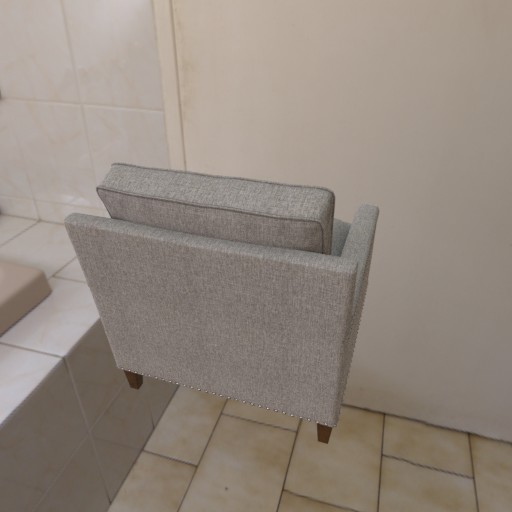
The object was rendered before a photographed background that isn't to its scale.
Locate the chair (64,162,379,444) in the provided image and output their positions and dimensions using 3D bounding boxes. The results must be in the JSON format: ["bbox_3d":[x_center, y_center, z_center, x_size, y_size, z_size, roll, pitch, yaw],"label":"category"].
[{"bbox_3d":[0.000,0.000,1.740,0.853,0.943,1.014,10,33,16],"label":"chair"}]
